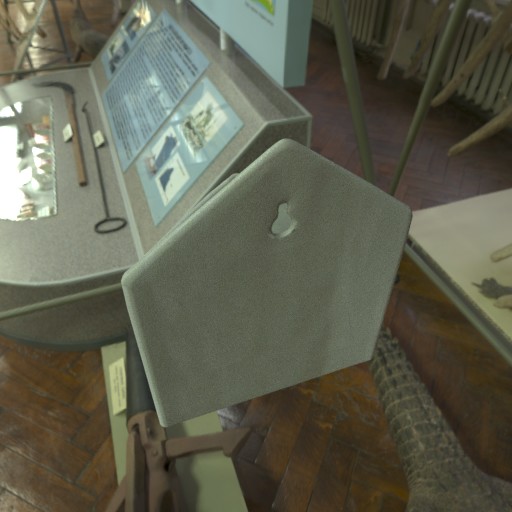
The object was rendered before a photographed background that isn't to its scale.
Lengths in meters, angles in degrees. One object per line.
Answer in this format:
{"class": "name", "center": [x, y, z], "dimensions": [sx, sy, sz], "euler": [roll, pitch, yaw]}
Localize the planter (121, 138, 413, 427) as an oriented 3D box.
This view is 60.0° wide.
{"class": "planter", "center": [0.000, 0.000, 0.280], "dimensions": [0.163, 0.194, 0.080], "euler": [-14, 43, -15]}
